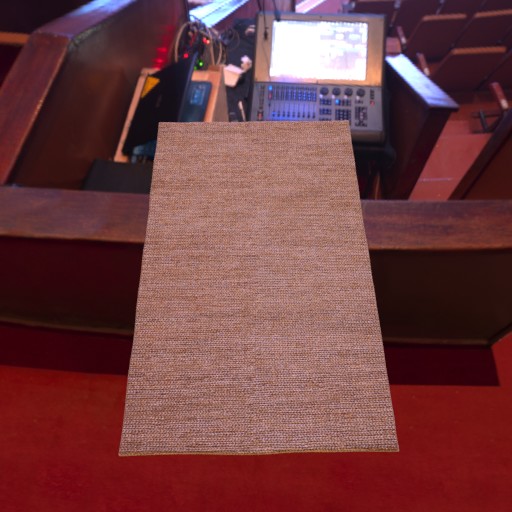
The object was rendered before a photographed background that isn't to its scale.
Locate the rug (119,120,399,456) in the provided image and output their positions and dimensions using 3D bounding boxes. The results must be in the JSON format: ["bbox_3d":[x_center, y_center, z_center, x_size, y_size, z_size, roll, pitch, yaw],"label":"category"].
[{"bbox_3d":[0.000,0.000,2.974,1.521,0.034,2.438,-1,62,0],"label":"rug"}]
